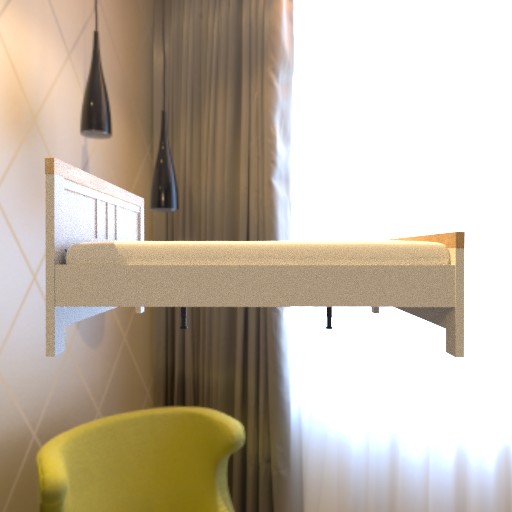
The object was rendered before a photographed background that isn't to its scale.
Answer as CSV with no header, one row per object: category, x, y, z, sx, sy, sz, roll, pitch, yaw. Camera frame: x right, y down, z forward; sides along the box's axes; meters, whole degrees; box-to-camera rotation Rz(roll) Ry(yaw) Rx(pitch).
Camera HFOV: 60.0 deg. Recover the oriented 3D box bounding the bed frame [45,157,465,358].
bed frame,0.000,0.000,2.997,2.050,0.980,1.670,0,0,1
